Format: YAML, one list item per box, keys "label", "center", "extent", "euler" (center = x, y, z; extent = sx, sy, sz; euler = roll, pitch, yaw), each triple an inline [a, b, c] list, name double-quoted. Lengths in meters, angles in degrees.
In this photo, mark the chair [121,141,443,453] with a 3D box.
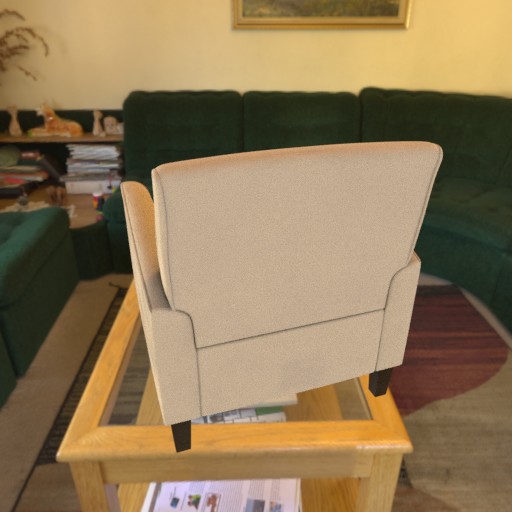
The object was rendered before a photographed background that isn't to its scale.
- label: "chair"
  center: [0.000, 0.000, 1.547]
  extent: [0.820, 0.915, 0.821]
  euler: [-9, 28, -17]
